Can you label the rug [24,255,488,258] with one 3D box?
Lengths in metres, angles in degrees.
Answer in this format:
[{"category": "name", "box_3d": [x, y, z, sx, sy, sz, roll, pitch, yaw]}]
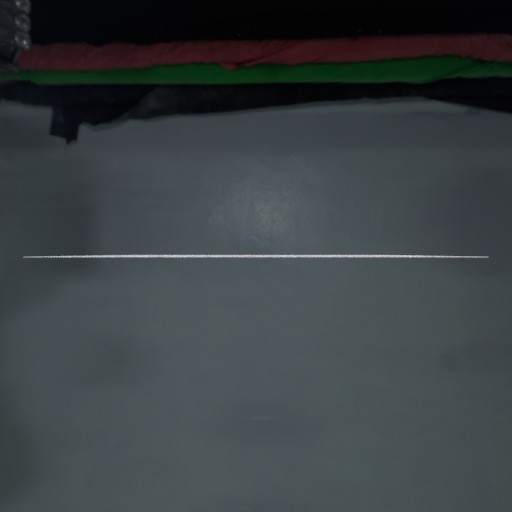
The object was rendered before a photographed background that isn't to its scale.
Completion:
[{"category": "rug", "box_3d": [0.000, 0.000, 4.101, 3.035, 0.008, 2.425, 0, 0, 0]}]
